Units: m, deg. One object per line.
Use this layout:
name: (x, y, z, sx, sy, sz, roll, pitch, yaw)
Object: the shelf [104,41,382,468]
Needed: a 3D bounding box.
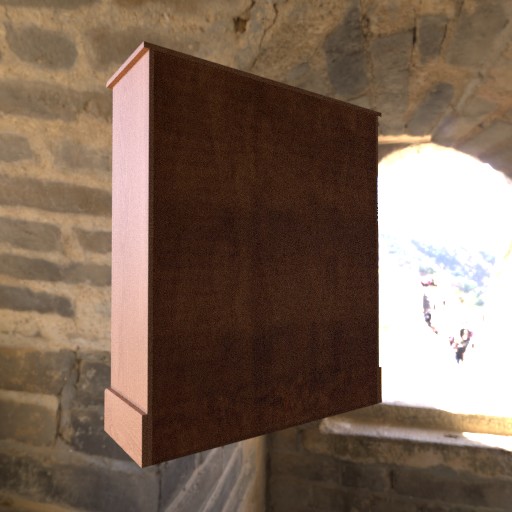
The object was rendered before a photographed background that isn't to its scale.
shelf: (0.000, 0.000, 1.376, 0.840, 0.980, 0.291, 1, -1, -35)
